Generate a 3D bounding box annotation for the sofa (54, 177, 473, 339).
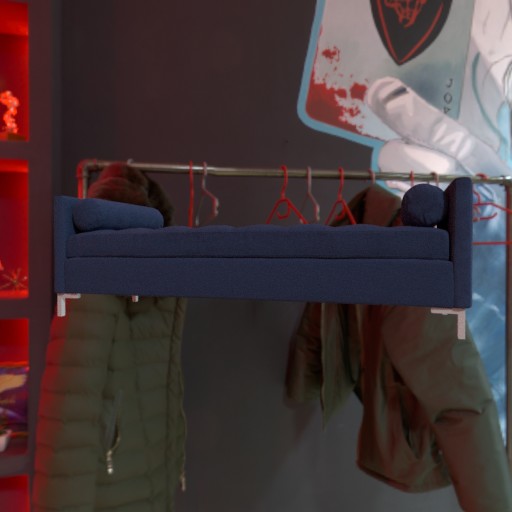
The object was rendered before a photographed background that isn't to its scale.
[{"bbox_3d":[0.000,0.000,2.463,2.102,0.657,0.797,0,1,18],"label":"sofa"}]
